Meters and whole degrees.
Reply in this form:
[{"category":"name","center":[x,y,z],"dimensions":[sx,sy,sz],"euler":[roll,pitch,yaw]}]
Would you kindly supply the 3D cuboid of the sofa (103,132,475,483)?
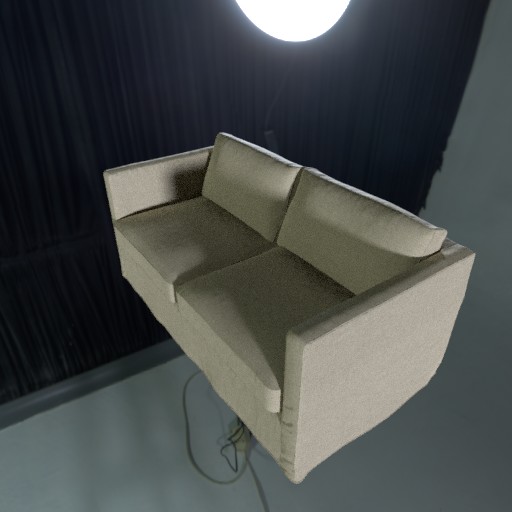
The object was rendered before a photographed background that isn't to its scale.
[{"category":"sofa","center":[0.000,0.000,2.284],"dimensions":[0.956,0.828,1.766],"euler":[-21,38,-30]}]
